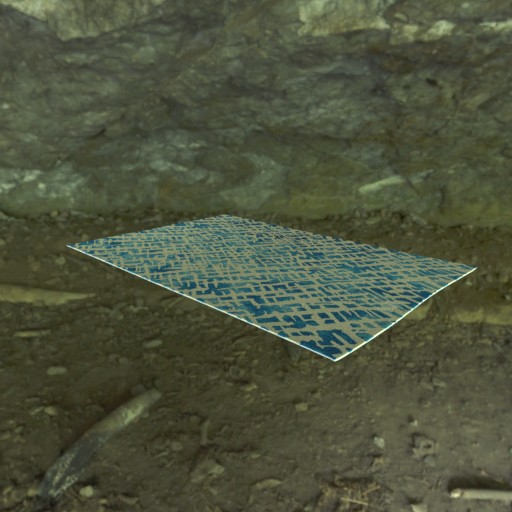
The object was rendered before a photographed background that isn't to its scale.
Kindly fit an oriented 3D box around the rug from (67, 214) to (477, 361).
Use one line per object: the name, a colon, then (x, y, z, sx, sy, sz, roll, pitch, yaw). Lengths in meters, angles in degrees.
rug: (0.000, 0.000, 2.328, 1.830, 0.011, 1.209, 16, 23, 42)
